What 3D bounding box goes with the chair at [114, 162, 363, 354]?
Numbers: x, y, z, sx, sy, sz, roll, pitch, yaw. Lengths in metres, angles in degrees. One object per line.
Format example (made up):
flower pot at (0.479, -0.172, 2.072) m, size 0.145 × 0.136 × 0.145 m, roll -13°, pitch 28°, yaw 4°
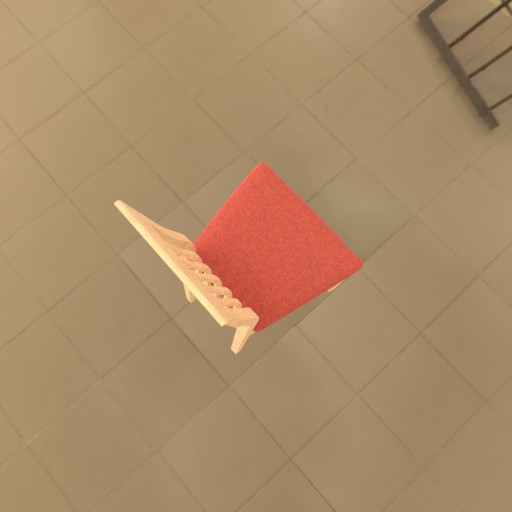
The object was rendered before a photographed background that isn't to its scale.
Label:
chair at (0.000, 0.000, 1.281) m, size 0.474 × 1.027 × 0.460 m, roll -41°, pitch 80°, yaw -9°
